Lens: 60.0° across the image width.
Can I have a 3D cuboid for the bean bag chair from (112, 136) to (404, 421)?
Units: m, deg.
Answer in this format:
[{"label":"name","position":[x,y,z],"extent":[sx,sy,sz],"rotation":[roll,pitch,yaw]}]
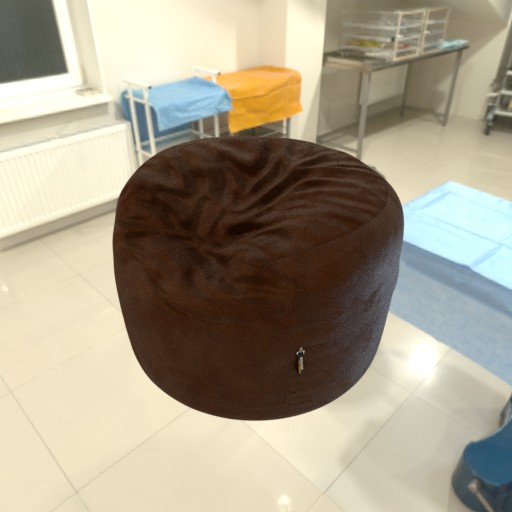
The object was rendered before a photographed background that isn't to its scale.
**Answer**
[{"label":"bean bag chair","position":[0.000,0.000,1.486],"extent":[0.918,0.616,0.918],"rotation":[0,34,0]}]
